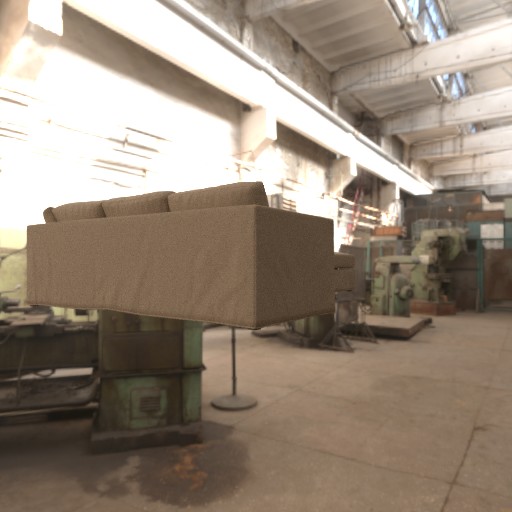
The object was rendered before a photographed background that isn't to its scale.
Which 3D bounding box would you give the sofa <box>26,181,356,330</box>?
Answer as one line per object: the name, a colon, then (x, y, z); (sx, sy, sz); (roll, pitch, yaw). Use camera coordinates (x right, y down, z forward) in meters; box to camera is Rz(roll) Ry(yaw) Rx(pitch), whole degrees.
sofa: (0.000, 0.000, 4.522); (2.427, 0.882, 3.460); (0, -1, 35)
